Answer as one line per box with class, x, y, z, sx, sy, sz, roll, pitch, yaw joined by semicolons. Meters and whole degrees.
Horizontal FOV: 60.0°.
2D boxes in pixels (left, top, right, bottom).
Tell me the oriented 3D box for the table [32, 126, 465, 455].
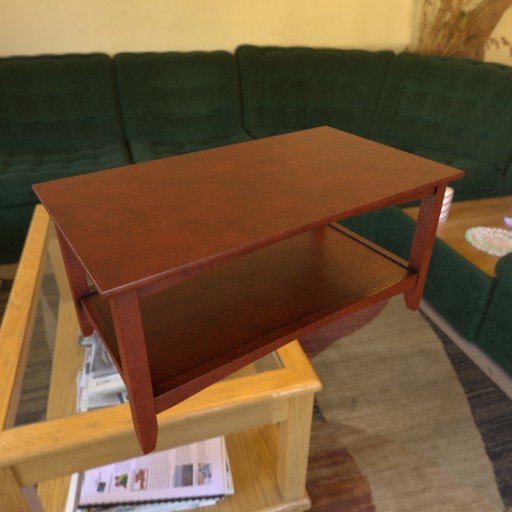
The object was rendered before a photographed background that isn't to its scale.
table;0.000;0.000;1.221;0.943;0.456;0.533;-19;36;-29
